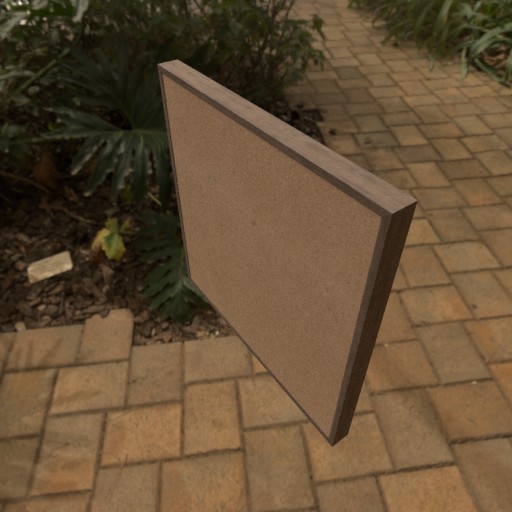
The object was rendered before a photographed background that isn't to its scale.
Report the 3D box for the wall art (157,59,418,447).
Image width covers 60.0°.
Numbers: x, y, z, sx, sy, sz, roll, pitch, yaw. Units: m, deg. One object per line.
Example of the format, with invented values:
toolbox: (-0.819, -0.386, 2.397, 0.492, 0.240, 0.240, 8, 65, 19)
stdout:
wall art: (0.000, 0.000, 0.764, 0.038, 0.508, 0.508, -26, 48, -26)
